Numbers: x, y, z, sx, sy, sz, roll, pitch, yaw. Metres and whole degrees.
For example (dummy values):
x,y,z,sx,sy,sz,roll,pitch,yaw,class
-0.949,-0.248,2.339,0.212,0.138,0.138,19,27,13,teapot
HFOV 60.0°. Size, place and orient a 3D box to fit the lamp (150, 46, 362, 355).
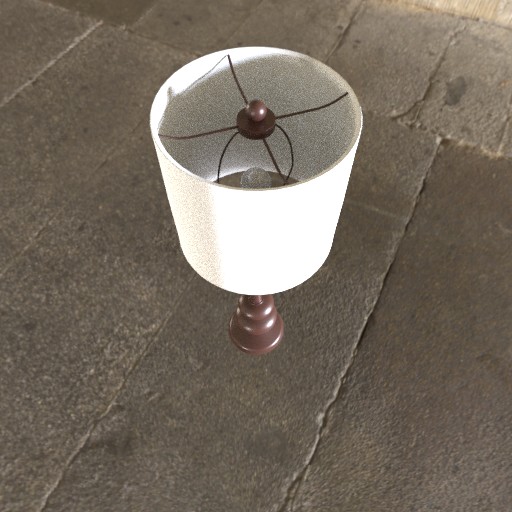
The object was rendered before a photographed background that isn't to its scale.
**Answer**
x,y,z,sx,sy,sz,roll,pitch,yaw,class
0.000,0.000,0.814,0.254,0.690,0.254,-15,60,-9,lamp
